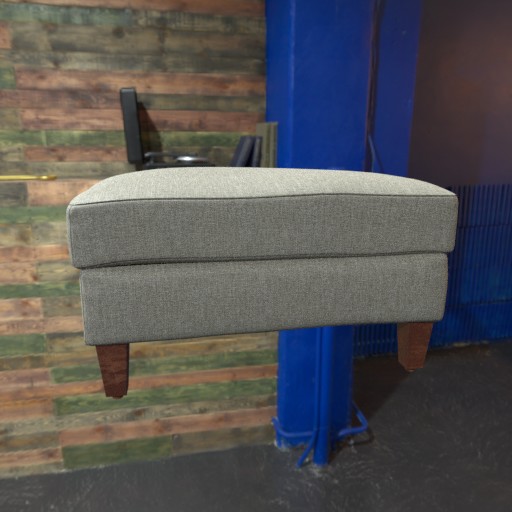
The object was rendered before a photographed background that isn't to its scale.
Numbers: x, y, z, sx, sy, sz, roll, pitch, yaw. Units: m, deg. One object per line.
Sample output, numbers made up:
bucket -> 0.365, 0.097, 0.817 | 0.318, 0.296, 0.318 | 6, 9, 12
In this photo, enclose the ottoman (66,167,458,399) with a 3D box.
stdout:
ottoman -> 0.000, 0.000, 1.257 | 0.873, 0.494, 0.639 | -2, 14, -10
